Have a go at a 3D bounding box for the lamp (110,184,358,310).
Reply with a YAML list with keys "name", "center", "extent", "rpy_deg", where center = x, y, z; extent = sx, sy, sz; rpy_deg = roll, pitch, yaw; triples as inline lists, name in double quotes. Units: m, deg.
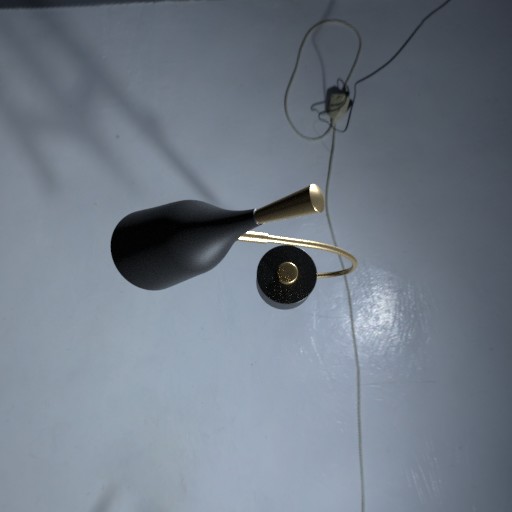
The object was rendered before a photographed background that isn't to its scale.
- name: "lamp"
  center: [0.000, 0.000, 0.640]
  extent: [0.352, 0.464, 0.110]
  rpy_deg: [-4, 77, -1]
